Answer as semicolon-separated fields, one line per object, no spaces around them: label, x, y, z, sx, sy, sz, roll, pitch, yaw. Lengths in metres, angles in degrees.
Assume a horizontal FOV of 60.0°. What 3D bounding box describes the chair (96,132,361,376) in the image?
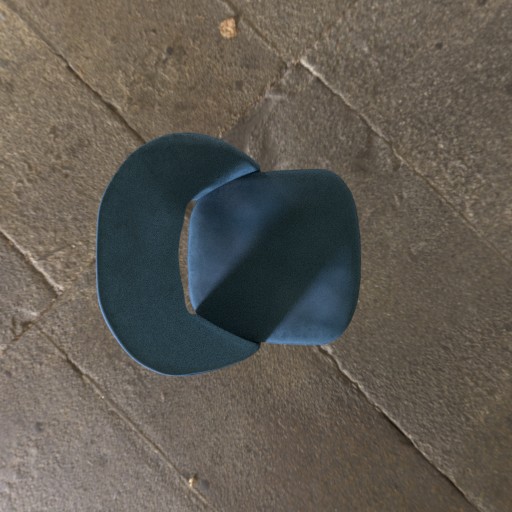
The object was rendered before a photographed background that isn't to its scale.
chair;0.000;0.000;1.228;0.577;0.860;0.527;0;89;1
